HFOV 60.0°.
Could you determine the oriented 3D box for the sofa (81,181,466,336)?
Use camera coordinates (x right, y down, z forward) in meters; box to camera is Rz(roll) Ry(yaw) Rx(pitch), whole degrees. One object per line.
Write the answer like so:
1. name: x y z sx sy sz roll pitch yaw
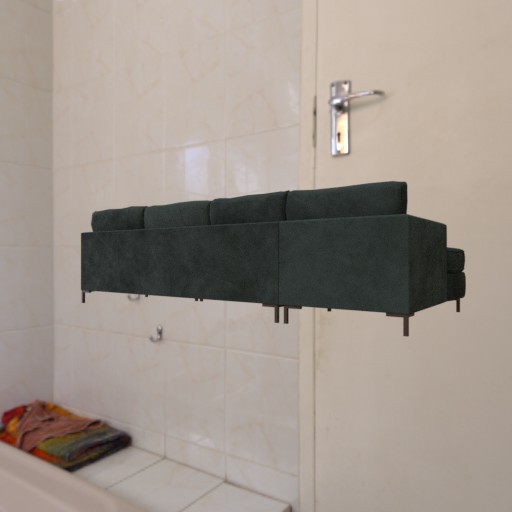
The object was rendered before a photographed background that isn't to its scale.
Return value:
1. sofa: 0.000 0.000 4.195 3.400 0.967 1.500 0 0 36
